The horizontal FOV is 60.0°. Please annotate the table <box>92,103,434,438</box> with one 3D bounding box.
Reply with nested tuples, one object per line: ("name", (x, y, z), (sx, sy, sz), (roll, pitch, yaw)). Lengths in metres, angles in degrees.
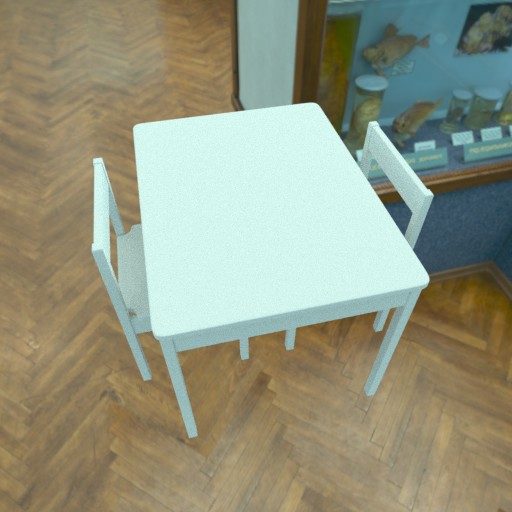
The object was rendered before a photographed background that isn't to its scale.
("table", (0.000, 0.000, 1.119), (0.672, 0.503, 0.650), (-10, 49, -9))
